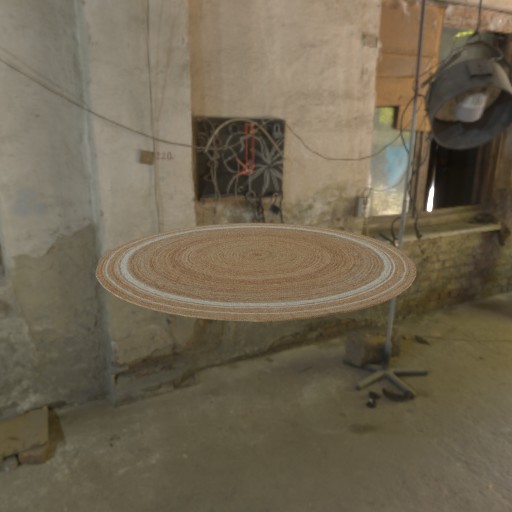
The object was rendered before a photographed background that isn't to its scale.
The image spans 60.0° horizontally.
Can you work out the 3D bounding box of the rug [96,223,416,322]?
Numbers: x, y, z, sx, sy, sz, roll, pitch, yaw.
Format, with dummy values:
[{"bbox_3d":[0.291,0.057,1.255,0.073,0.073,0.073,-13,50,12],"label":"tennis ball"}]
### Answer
[{"bbox_3d":[0.000,0.000,3.581,2.444,0.015,2.444,0,17,0],"label":"rug"}]
